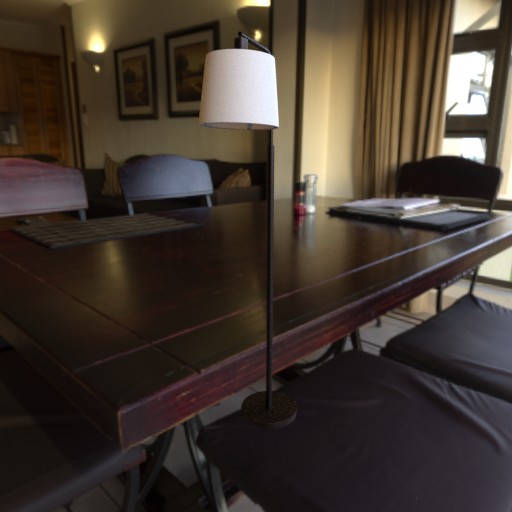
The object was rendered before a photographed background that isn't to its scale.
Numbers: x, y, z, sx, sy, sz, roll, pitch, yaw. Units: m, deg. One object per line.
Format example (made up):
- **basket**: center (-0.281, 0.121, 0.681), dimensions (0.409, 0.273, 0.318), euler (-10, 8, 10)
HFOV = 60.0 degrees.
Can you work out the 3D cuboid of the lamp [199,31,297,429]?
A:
- **lamp**: center (0.000, 0.000, 1.647), dimensions (0.254, 1.478, 0.508), euler (7, 16, 25)
